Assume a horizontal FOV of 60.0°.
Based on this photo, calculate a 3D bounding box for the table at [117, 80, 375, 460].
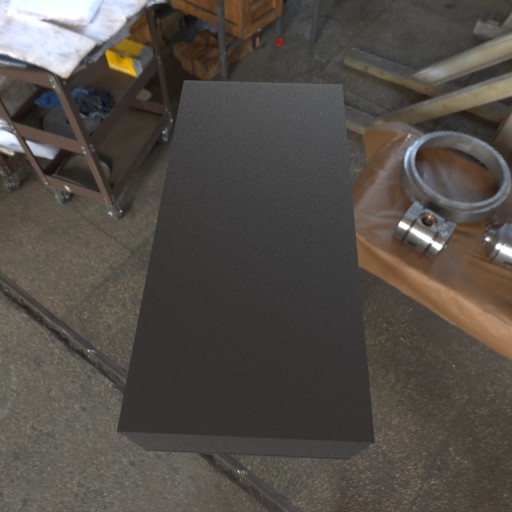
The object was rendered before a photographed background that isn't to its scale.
[{"bbox_3d":[0.000,0.000,1.353,0.550,0.400,1.100,2,59,1],"label":"table"}]
